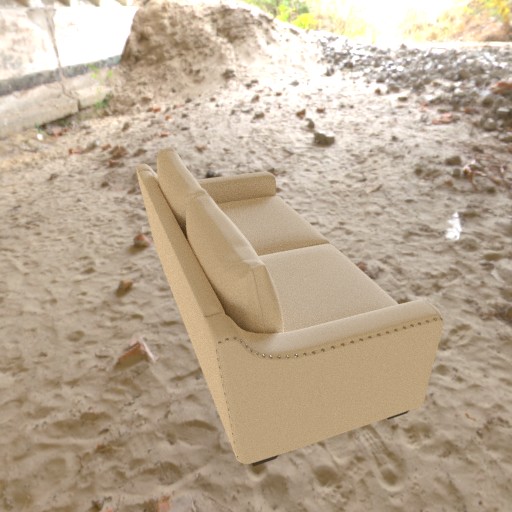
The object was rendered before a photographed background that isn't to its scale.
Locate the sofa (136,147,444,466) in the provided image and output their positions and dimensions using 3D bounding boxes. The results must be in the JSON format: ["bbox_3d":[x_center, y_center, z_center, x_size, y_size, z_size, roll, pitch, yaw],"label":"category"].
[{"bbox_3d":[0.000,0.000,2.354,0.949,0.830,1.812,-11,32,-18],"label":"sofa"}]
